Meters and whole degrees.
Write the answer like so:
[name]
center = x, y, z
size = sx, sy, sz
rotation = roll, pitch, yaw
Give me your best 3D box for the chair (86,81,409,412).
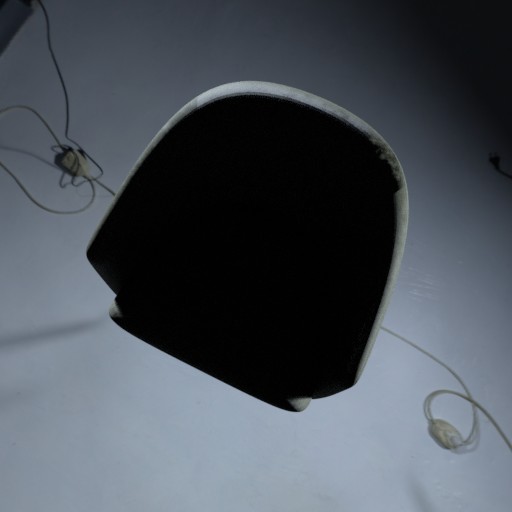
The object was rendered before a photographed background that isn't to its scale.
[chair]
center = 0.000, 0.000, 1.379
size = 0.773, 0.698, 0.767
rotation = 25, 77, 6
